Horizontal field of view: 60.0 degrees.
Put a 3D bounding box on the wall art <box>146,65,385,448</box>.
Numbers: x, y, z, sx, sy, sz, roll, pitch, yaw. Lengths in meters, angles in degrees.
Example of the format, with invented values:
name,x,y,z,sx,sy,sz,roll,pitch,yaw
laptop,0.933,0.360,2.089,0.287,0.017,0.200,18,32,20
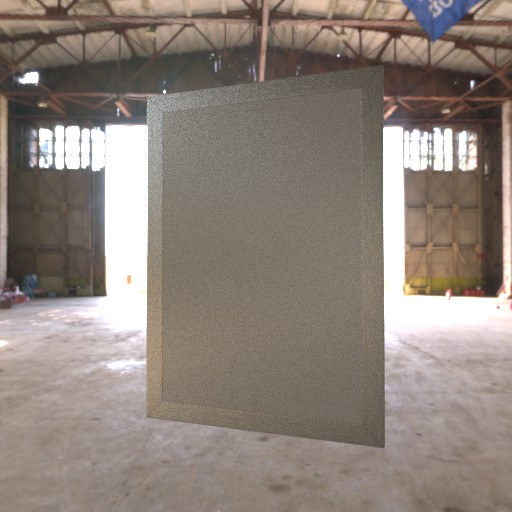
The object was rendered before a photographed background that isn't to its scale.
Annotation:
name,x,y,z,sx,sy,sz,roll,pitch,yaw
wall art,0.000,0.000,0.677,0.376,0.529,0.013,0,-1,19
